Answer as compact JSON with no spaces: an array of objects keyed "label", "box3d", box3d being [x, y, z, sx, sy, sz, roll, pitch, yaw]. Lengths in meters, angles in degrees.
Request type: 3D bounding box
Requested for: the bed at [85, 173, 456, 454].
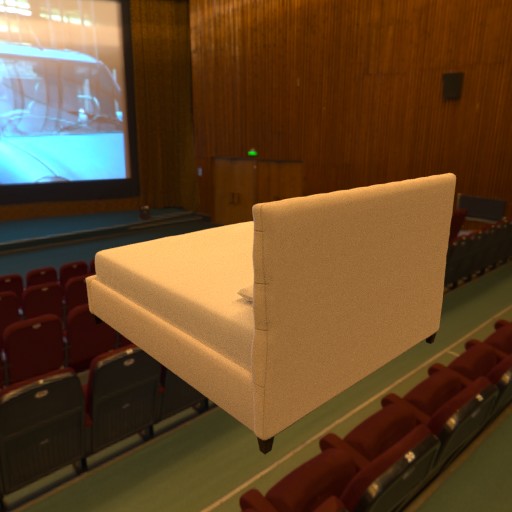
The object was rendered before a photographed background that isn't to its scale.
[{"label":"bed","box3d":[0.000,0.000,3.771,2.078,1.427,2.387,-15,22,-40]}]
